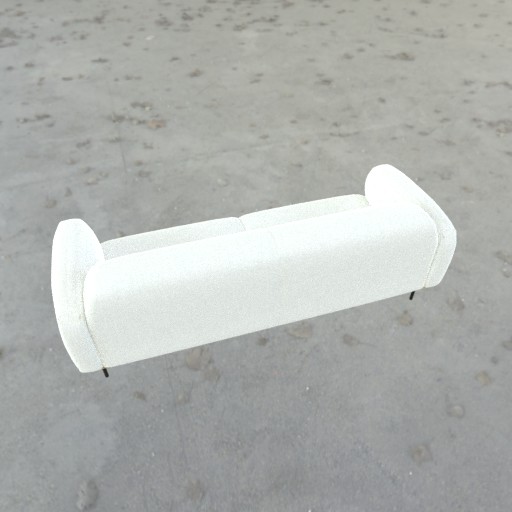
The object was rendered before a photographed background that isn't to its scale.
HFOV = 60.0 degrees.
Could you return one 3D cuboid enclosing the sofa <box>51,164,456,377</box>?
[{"bbox_3d":[0.000,0.000,2.710,2.280,0.780,0.870,-12,44,-13],"label":"sofa"}]
